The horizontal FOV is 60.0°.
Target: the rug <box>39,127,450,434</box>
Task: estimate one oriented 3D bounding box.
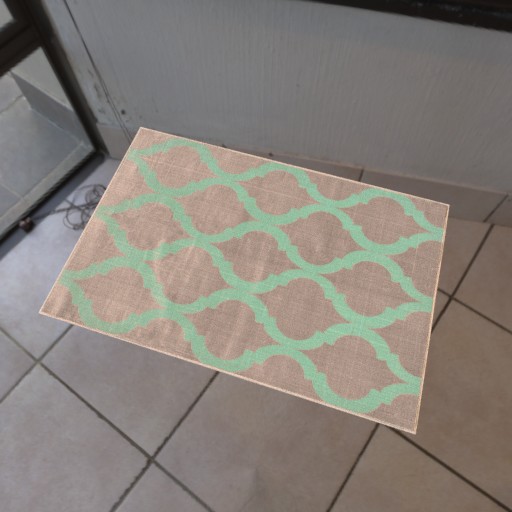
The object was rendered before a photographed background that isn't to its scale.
[{"bbox_3d":[0.000,0.000,2.854,2.286,0.006,1.524,16,65,7],"label":"rug"}]
